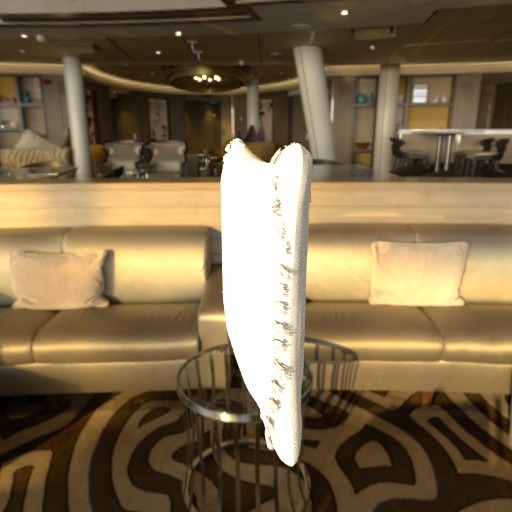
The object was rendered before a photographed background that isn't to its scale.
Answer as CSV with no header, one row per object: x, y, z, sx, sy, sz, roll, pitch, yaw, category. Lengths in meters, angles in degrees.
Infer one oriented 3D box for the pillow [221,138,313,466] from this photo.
0.000,0.000,0.597,0.084,0.305,0.466,-2,16,-8,pillow
